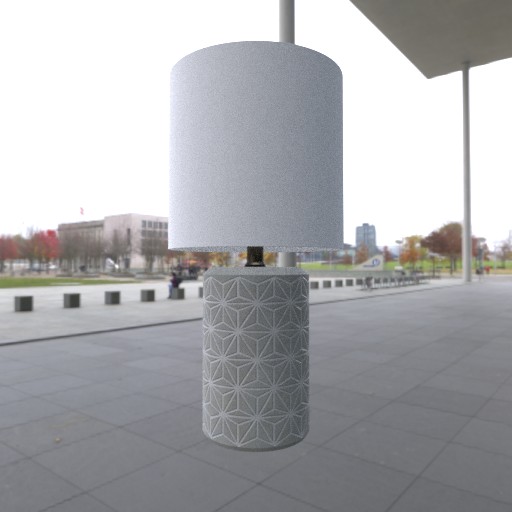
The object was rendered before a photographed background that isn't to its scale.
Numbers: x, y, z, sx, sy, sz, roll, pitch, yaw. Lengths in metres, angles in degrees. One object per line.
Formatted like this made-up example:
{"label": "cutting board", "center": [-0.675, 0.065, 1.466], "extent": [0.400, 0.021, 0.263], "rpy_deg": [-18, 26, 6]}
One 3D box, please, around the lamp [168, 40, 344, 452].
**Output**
{"label": "lamp", "center": [0.000, 0.000, 0.530], "extent": [0.206, 0.416, 0.206], "rpy_deg": [1, -1, -36]}
